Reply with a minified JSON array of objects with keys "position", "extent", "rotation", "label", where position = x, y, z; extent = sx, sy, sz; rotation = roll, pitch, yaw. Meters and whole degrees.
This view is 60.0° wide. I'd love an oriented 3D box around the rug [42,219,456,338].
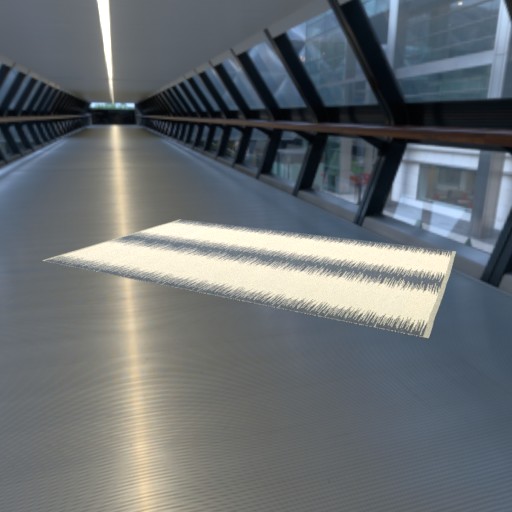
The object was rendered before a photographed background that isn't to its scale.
[{"position":[0.000,0.000,3.070],"extent":[2.453,0.003,1.519],"rotation":[8,18,26],"label":"rug"}]
